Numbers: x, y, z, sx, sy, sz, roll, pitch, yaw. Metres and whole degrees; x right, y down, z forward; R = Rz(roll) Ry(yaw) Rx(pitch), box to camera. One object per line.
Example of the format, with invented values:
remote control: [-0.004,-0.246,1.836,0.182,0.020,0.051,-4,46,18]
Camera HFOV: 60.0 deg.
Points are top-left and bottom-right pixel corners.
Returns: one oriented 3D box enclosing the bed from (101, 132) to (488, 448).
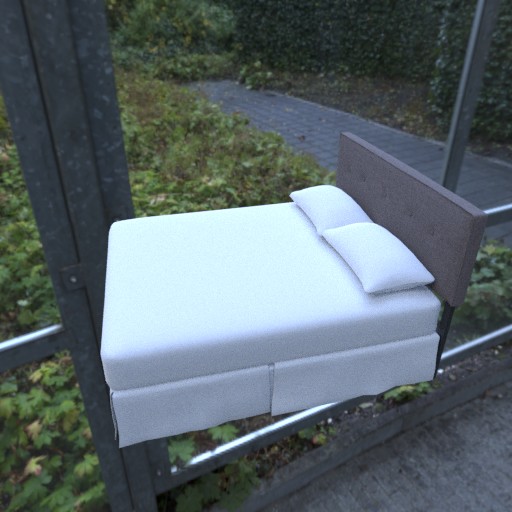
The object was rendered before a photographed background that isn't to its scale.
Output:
bed: [0.000,0.000,2.826,1.894,1.089,1.610,-7,31,-12]
